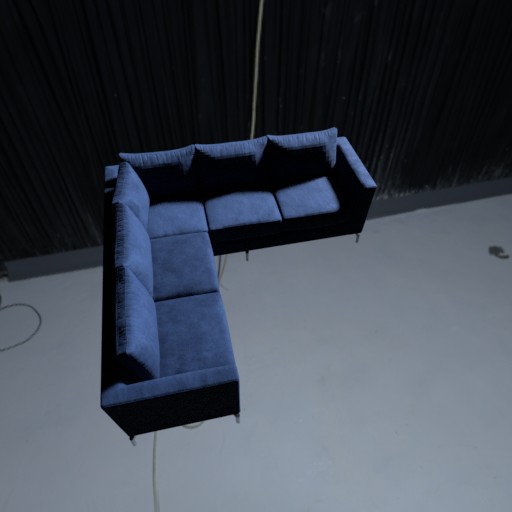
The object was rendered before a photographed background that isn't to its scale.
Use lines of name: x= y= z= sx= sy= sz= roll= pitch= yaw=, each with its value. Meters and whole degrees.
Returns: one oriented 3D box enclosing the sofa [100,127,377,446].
sofa: x=0.000 y=0.000 z=3.835 sx=2.463 sy=0.988 sz=2.472 roll=-9 pitch=48 yaw=-8
